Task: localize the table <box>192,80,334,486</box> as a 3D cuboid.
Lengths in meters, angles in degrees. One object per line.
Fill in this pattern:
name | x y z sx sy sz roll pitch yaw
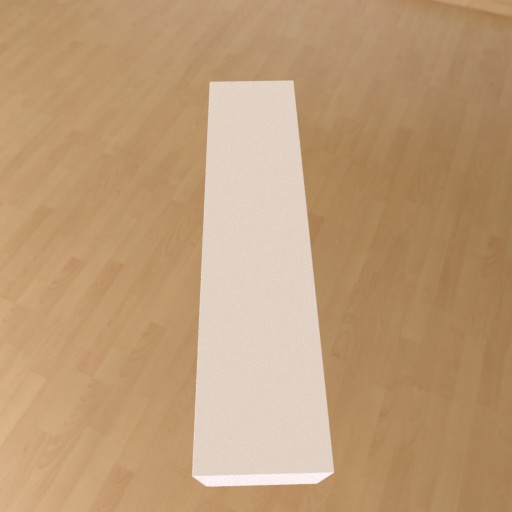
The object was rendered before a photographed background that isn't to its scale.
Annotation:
table | 0.000 0.000 1.819 0.390 0.420 1.650 -1 59 -1
